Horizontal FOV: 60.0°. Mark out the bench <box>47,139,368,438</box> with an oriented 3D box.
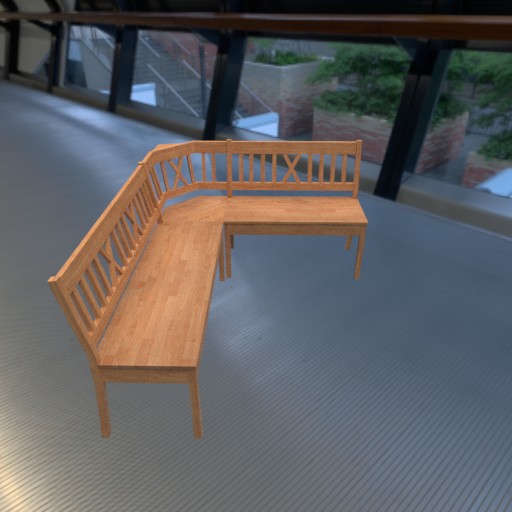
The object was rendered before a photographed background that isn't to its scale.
[{"bbox_3d":[0.000,0.000,2.719,1.537,0.902,1.937,1,30,1],"label":"bench"}]
